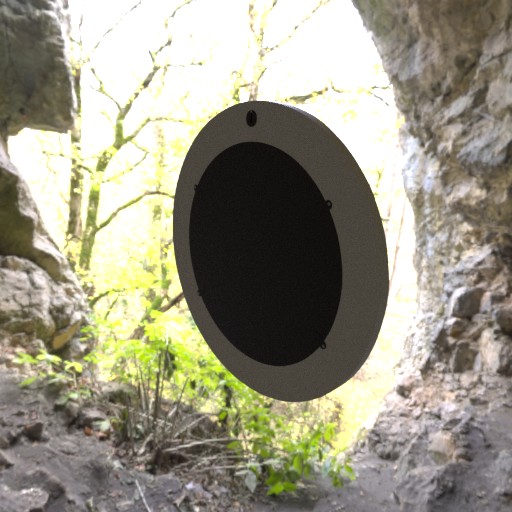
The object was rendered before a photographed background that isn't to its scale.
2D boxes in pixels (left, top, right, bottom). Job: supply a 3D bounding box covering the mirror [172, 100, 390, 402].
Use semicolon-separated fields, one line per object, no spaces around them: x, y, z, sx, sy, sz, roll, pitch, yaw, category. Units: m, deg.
0.000;0.000;1.380;0.038;0.914;0.914;-13;19;-40;mirror
